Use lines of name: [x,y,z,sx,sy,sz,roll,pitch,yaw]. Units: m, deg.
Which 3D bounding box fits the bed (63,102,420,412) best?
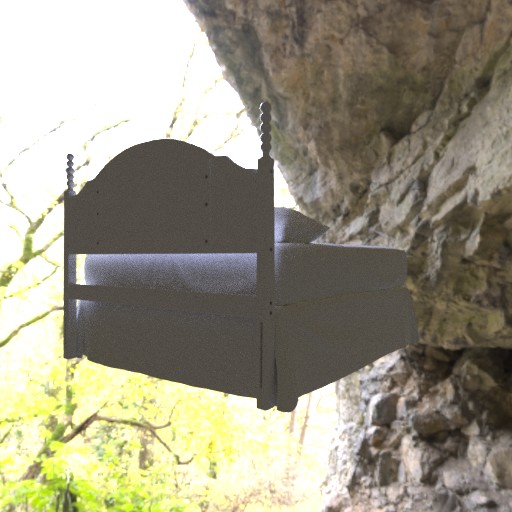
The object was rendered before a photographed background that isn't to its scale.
bed: [0.000,0.000,3.228,1.873,1.356,2.040,0,0,37]
